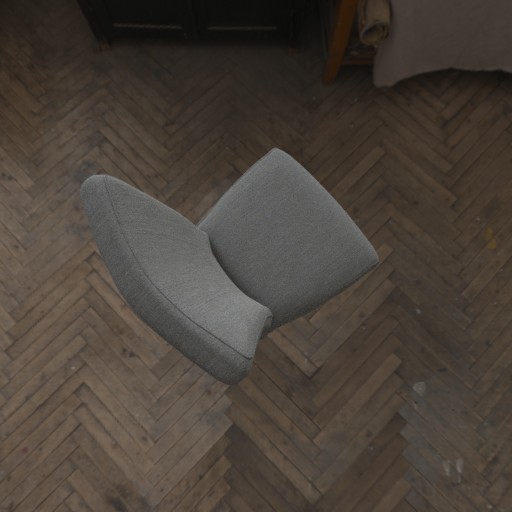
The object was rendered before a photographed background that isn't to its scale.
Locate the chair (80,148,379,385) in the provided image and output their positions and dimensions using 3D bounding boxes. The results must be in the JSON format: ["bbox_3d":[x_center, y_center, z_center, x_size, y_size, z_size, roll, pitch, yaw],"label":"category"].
[{"bbox_3d":[0.000,0.000,1.370,0.660,0.991,0.520,-38,79,-9],"label":"chair"}]
